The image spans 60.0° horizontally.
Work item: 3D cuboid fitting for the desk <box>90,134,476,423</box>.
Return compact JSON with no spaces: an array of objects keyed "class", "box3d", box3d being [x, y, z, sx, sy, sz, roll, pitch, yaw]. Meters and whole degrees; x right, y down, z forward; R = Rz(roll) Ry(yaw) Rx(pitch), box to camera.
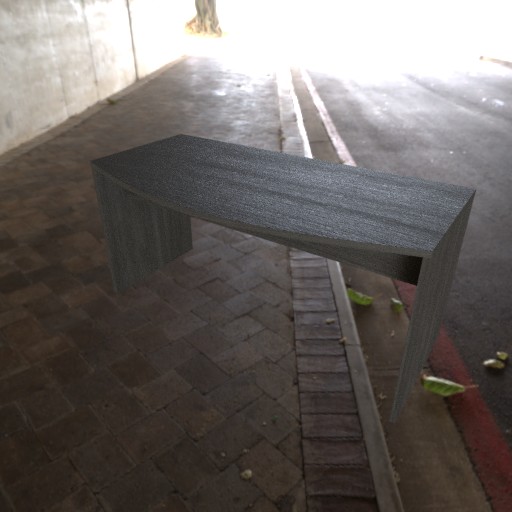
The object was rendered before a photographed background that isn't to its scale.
[{"class":"desk","box3d":[0.000,0.000,2.070,1.600,0.750,0.802,18,34,30]}]
